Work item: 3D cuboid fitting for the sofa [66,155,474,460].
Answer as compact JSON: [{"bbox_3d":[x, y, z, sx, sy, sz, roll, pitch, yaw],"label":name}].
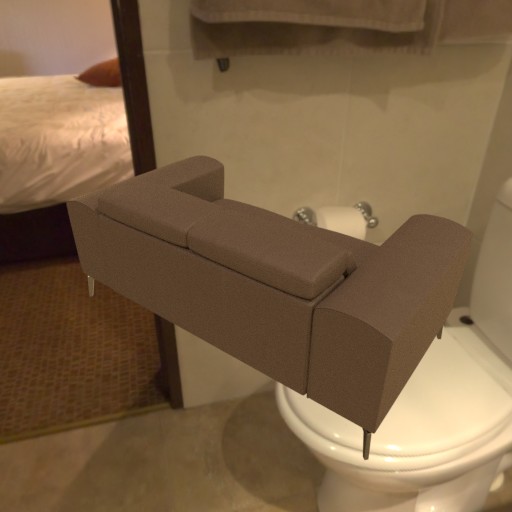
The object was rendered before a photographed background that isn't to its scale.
[{"bbox_3d":[0.000,0.000,2.375,1.895,0.779,1.003,21,37,32],"label":"sofa"}]
